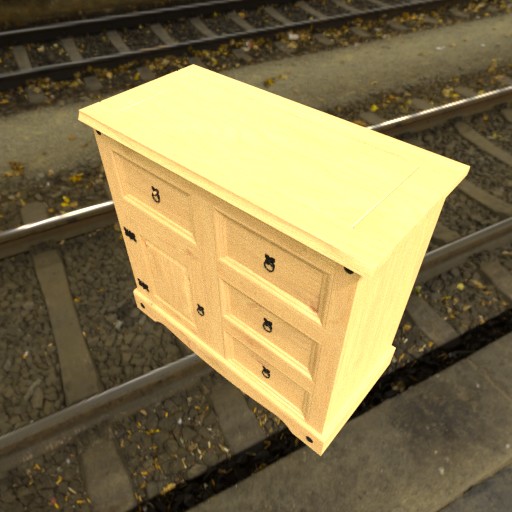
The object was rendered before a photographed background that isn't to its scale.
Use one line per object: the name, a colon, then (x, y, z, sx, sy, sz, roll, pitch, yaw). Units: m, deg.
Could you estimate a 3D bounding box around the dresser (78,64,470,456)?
dresser: (0.000, 0.000, 1.398, 0.915, 0.835, 0.440, 31, 52, 28)
